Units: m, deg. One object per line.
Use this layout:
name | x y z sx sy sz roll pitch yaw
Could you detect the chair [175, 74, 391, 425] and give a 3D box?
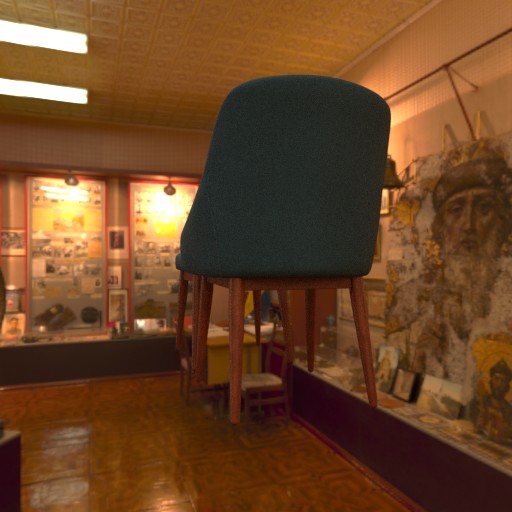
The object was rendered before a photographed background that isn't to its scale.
chair | 0.000 0.000 1.601 0.584 0.866 1.114 0 -1 -19
